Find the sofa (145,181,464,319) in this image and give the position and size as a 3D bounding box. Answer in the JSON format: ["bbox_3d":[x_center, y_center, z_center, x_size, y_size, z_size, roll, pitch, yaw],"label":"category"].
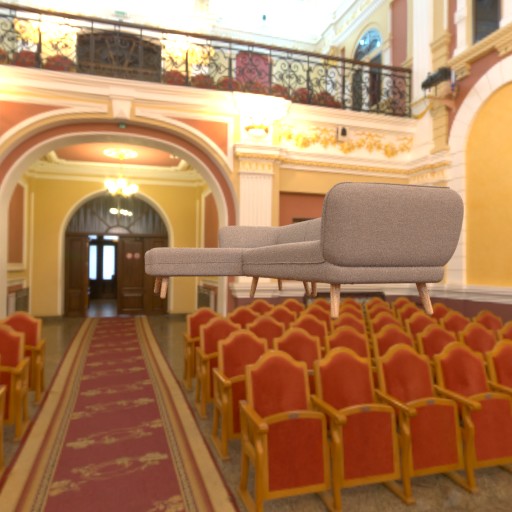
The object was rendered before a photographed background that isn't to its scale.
[{"bbox_3d":[0.000,0.000,3.370,1.532,0.693,2.653,0,-1,-17],"label":"sofa"}]
